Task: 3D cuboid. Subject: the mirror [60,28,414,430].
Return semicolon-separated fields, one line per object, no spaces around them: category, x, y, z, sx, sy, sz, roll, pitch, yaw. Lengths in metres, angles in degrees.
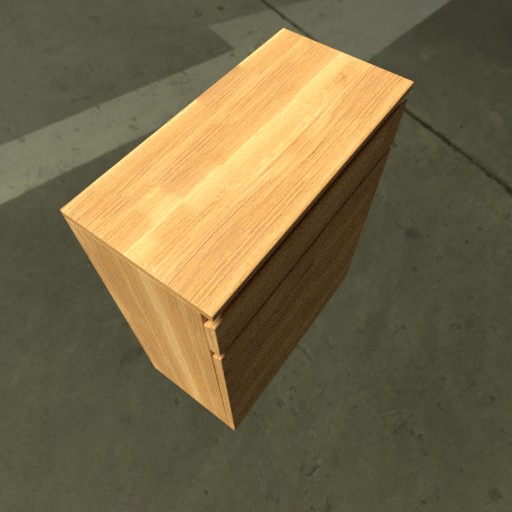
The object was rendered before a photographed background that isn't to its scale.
mirror;0.000;0.000;1.429;0.400;1.000;0.800;32;63;18
